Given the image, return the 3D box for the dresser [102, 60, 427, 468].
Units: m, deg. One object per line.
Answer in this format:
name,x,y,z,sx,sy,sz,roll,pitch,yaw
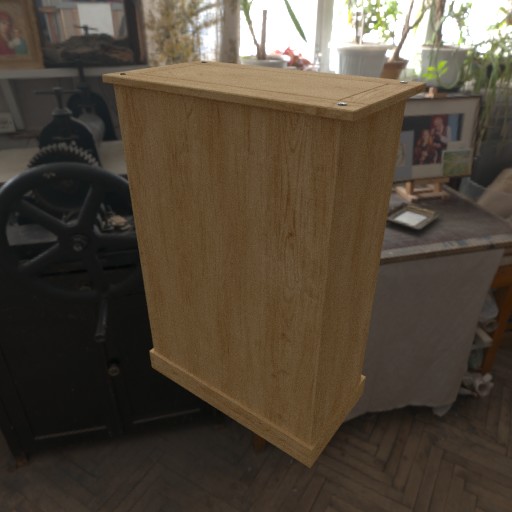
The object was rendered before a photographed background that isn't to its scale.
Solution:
dresser,0.000,0.000,1.719,0.915,1.300,0.485,21,36,31
